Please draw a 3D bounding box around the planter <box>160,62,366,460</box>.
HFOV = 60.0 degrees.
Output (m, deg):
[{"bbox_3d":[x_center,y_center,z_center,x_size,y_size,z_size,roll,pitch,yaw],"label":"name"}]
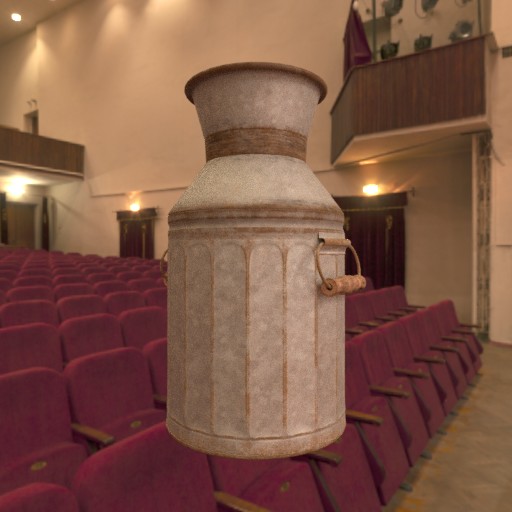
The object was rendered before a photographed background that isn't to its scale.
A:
[{"bbox_3d":[0.000,0.000,0.534,0.245,0.396,0.214,0,1,34],"label":"planter"}]
